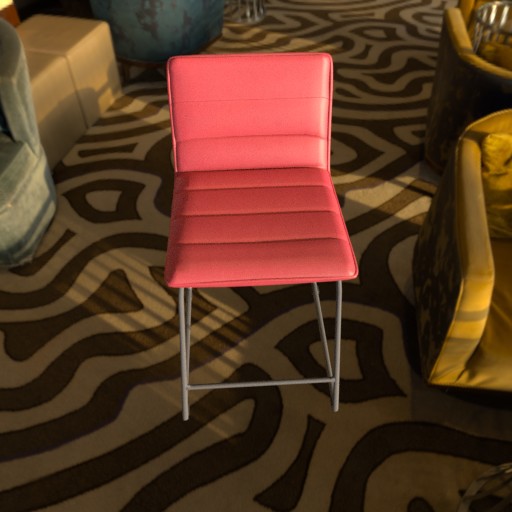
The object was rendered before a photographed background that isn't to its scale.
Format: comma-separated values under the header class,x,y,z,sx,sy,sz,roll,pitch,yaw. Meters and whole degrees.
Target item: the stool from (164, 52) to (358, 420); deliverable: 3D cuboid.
class,x,y,z,sx,sy,sz,roll,pitch,yaw
stool,0.000,0.000,1.175,0.489,0.866,0.524,-2,47,-2
